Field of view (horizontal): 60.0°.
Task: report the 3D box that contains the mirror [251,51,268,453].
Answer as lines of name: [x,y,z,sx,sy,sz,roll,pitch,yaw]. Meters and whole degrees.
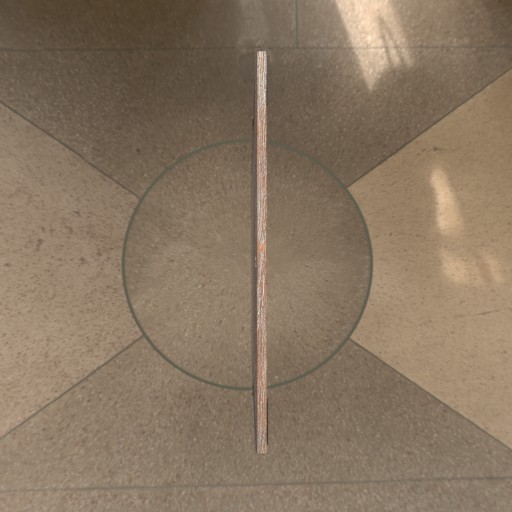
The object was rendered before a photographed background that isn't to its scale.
mirror: [0.000,0.000,1.273,0.025,0.996,0.705,0,89,-1]
